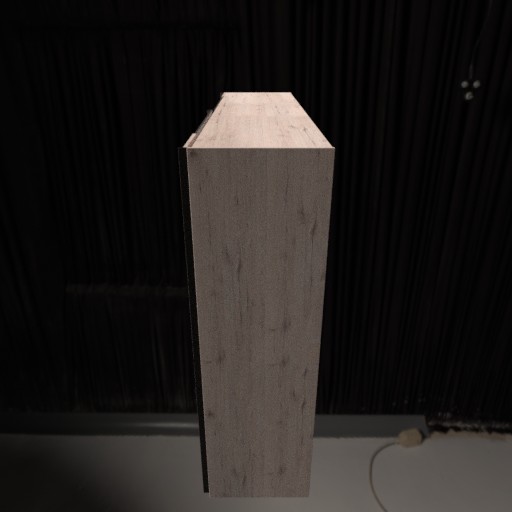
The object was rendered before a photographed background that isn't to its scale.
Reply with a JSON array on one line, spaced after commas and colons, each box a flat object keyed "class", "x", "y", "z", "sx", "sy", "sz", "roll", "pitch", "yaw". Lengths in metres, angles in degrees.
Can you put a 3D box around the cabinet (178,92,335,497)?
[{"class": "cabinet", "x": 0.000, "y": 0.000, "z": 3.454, "sx": 0.660, "sy": 2.180, "sz": 2.500, "roll": 0, "pitch": 25, "yaw": 0}]
